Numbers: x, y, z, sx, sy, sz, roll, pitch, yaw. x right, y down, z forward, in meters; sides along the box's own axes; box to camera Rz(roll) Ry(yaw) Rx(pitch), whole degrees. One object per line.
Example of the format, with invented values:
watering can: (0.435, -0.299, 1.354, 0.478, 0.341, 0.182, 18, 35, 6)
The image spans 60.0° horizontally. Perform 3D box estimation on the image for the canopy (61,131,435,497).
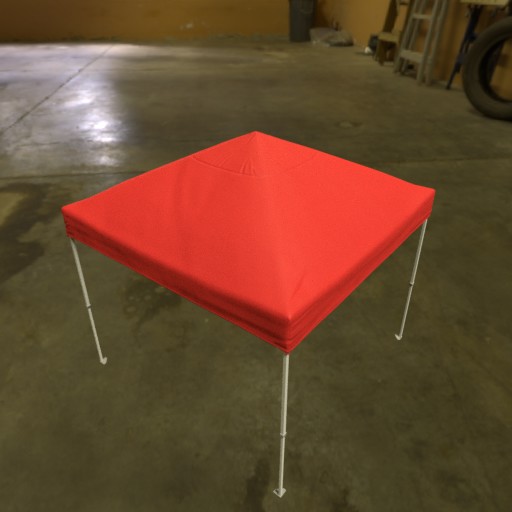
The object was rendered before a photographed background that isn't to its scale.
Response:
canopy: (0.000, 0.000, 5.328, 2.996, 2.997, 2.998, 22, 38, 32)
